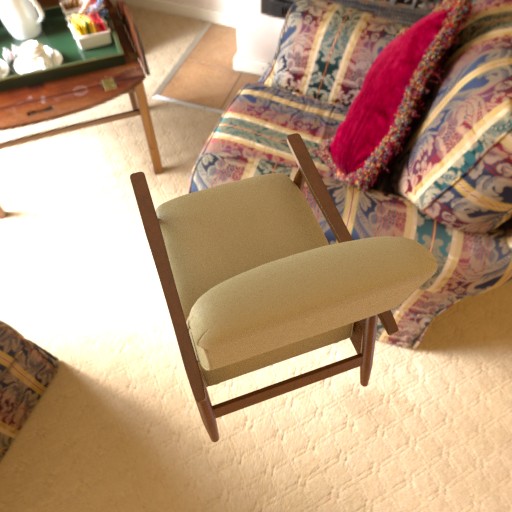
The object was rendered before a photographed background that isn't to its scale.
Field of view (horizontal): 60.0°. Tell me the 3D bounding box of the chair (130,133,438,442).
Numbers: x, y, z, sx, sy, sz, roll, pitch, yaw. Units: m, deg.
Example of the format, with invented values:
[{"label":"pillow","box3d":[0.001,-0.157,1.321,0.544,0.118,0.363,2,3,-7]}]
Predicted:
[{"label":"chair","box3d":[0.000,0.000,1.723,0.762,1.082,1.014,-17,58,-11]}]
